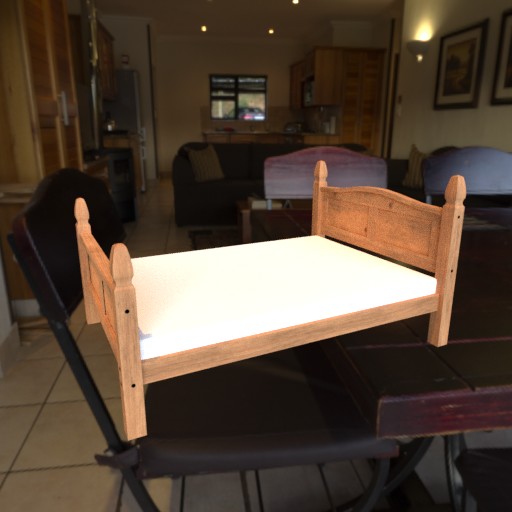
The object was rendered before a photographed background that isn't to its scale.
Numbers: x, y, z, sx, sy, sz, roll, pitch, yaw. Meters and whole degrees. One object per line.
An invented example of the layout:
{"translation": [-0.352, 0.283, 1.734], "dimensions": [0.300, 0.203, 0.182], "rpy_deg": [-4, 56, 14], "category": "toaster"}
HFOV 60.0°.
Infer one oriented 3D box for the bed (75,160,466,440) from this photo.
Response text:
{"translation": [0.000, 0.000, 2.952], "dimensions": [2.069, 1.100, 1.490], "rpy_deg": [-8, 18, -26], "category": "bed"}
